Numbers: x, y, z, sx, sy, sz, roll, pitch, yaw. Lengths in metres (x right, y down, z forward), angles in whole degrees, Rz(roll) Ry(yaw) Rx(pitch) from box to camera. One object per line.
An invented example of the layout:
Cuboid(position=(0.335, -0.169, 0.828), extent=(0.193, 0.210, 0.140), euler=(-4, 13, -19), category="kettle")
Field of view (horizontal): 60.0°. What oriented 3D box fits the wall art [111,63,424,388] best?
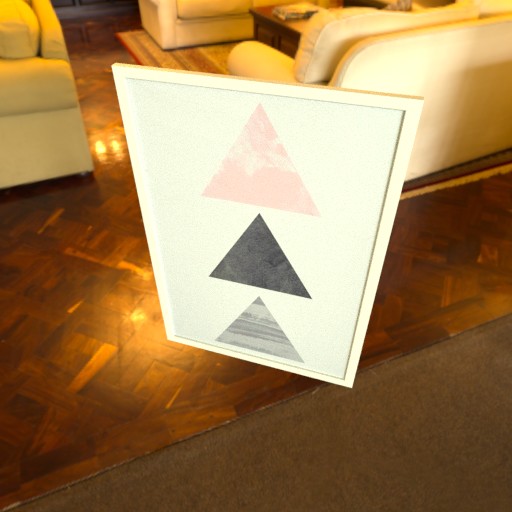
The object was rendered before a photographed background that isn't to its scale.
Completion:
Cuboid(position=(0.000, 0.000, 0.839), extent=(0.456, 0.656, 0.013), euler=(12, 42, 13), category="wall art")
